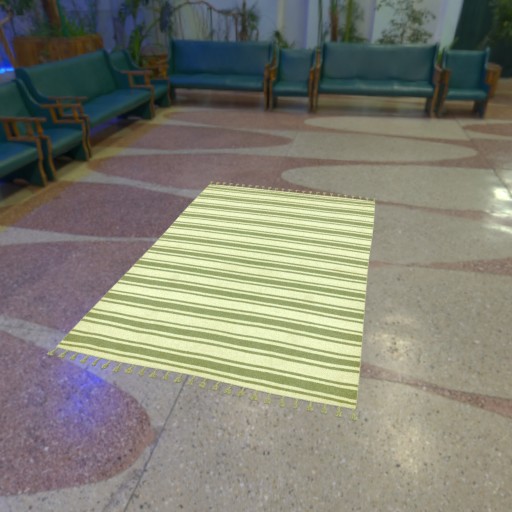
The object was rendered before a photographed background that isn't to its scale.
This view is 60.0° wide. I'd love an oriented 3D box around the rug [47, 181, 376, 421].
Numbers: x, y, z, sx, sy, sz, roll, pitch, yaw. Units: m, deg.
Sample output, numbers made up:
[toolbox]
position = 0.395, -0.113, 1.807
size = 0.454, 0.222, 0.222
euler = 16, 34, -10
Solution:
[rug]
position = 0.000, 0.000, 3.056
size = 1.540, 0.018, 2.435
euler = 8, 32, 13
